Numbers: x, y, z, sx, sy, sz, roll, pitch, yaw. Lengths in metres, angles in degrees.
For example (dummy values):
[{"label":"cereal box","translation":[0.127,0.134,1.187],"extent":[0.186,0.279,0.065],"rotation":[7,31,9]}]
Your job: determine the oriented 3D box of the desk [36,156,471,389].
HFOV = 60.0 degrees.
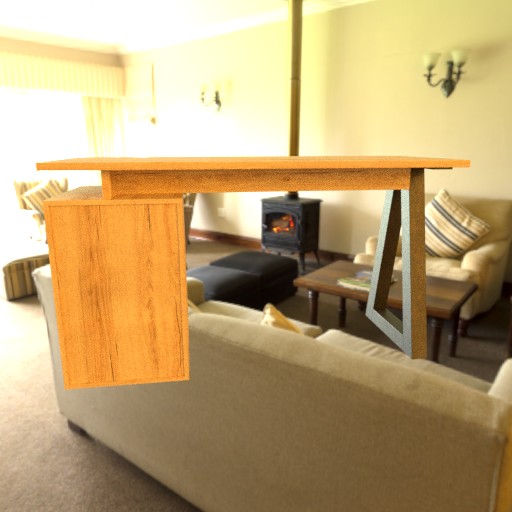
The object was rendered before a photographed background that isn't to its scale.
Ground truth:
[{"label":"desk","translation":[0.000,0.000,1.767],"extent":[1.400,0.760,0.550],"rotation":[-2,14,-9]}]
